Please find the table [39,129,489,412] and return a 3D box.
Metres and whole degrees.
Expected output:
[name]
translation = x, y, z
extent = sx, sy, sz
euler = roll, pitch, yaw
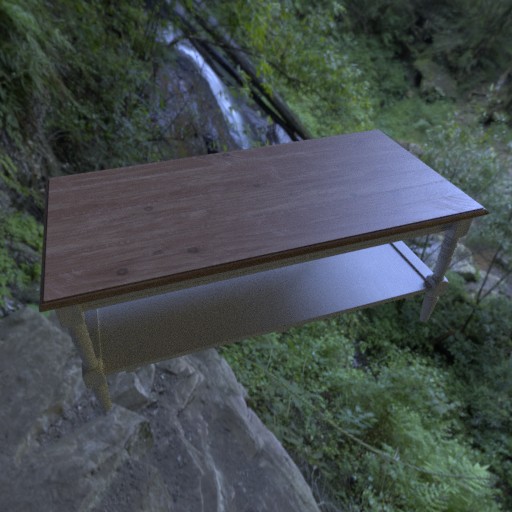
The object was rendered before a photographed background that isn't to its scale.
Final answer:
[table]
translation = 0.000, 0.000, 1.378
extent = 1.118, 0.458, 0.559
euler = -12, 41, -14
